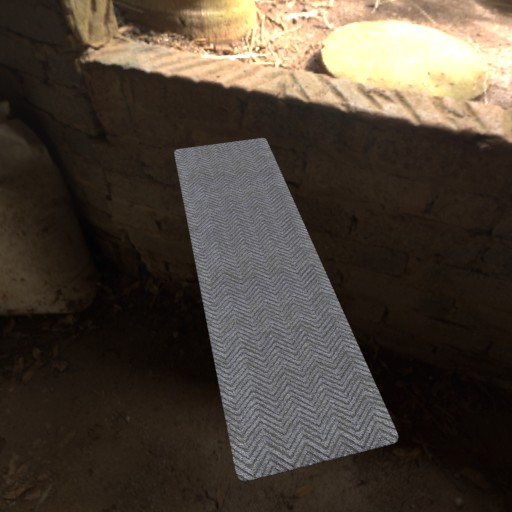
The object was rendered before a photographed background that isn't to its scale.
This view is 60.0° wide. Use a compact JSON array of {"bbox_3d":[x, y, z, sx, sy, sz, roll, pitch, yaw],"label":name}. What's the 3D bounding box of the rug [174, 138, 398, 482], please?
[{"bbox_3d":[0.000,0.000,2.520,0.686,0.008,2.286,-10,49,-9],"label":"rug"}]
